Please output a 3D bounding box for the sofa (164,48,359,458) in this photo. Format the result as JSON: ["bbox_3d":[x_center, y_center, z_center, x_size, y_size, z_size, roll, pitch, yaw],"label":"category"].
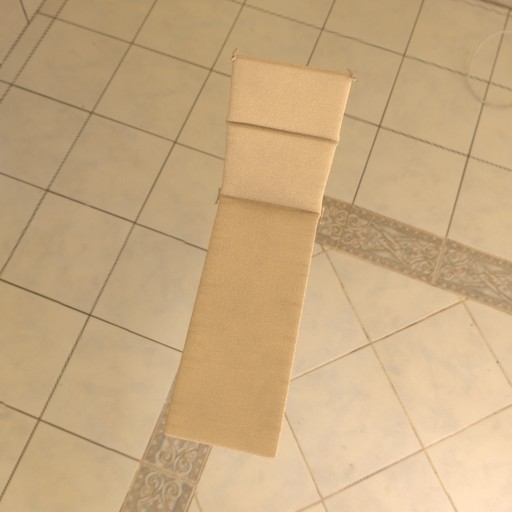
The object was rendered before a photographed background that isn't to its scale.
[{"bbox_3d":[0.000,0.000,1.959,0.582,0.622,1.663,11,74,3],"label":"sofa"}]
